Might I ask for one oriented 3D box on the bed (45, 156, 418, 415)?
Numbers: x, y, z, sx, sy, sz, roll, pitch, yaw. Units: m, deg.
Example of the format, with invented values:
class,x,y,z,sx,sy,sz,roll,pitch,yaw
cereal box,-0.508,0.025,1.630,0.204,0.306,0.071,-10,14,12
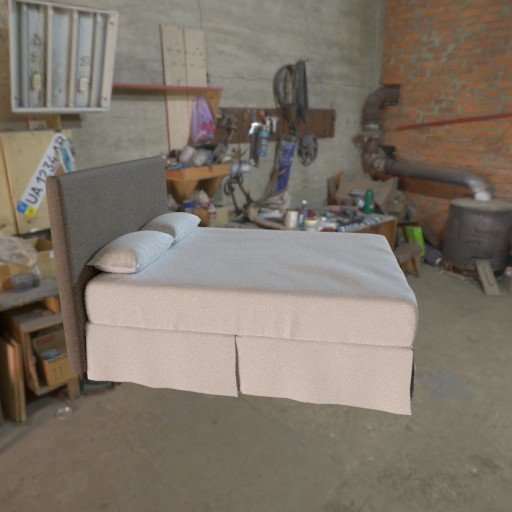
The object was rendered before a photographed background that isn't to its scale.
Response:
class,x,y,z,sx,sy,sz,roll,pitch,yaw
bed,0.000,0.000,3.274,2.142,1.330,1.723,3,17,9
